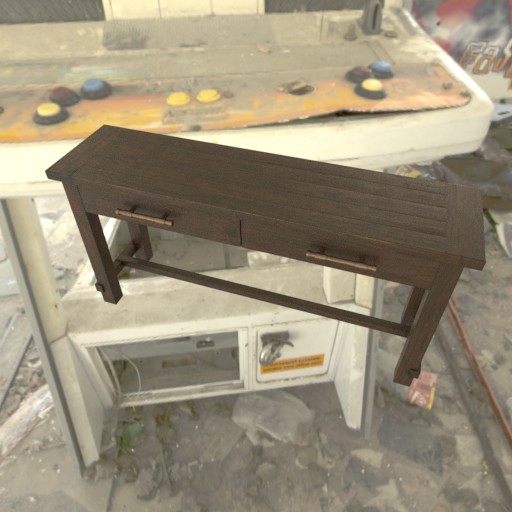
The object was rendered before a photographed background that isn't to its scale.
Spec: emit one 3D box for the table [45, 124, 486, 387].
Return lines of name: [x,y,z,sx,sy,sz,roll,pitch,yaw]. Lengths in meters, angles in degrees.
table: [0.000,0.000,1.916,1.599,0.762,0.442,13,44,14]
